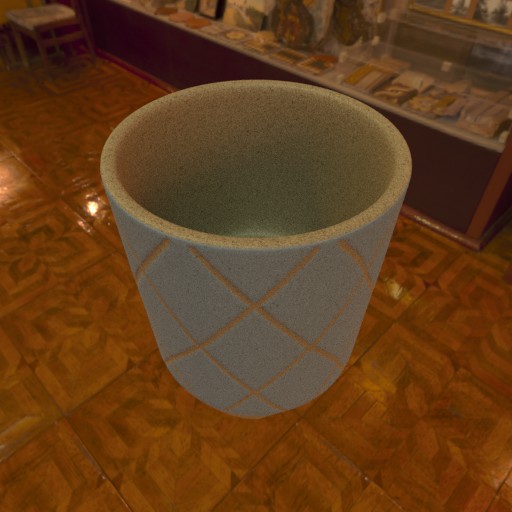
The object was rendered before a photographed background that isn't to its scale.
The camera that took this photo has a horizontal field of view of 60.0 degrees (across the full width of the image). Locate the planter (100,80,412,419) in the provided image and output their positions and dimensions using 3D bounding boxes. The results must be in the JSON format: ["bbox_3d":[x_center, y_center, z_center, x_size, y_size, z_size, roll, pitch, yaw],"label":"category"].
[{"bbox_3d":[0.000,0.000,0.348,0.191,0.200,0.191,0,45,0],"label":"planter"}]
